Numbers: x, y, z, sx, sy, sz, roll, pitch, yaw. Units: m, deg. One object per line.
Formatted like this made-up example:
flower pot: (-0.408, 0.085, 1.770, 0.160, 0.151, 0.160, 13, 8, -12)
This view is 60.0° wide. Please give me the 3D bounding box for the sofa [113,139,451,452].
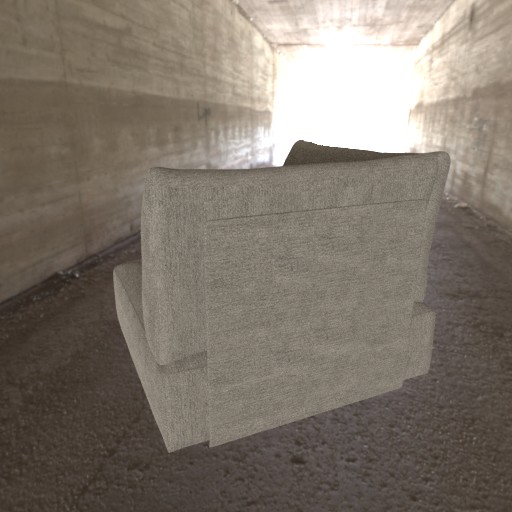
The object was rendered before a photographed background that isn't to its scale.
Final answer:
sofa: (0.000, 0.000, 1.710, 1.000, 0.820, 1.000, -8, 19, -23)
